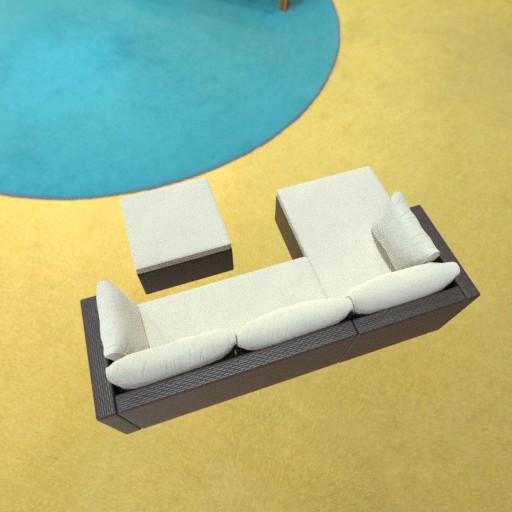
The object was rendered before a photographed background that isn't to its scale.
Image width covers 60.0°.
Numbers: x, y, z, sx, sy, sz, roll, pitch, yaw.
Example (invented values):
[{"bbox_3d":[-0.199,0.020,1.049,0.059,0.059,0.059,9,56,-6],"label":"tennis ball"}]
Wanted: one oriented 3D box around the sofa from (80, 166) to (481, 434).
[{"bbox_3d":[0.000,0.000,2.970,2.192,0.766,1.612,-16,59,-10],"label":"sofa"}]
